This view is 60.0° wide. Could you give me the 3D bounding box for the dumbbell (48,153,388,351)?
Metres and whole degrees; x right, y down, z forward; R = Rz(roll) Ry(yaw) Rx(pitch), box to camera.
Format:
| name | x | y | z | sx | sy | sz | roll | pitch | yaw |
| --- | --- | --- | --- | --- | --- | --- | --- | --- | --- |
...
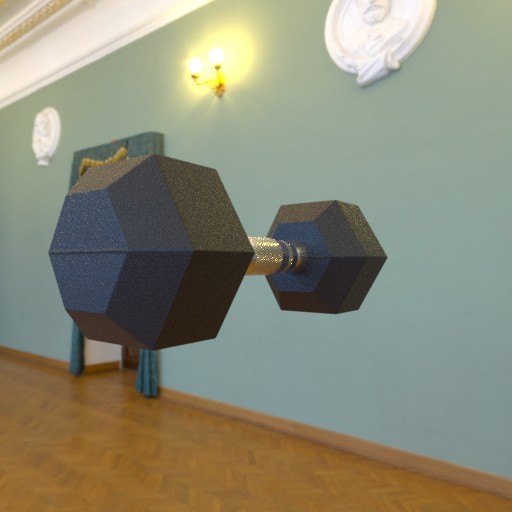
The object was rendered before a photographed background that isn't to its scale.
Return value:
| name | x | y | z | sx | sy | sz | roll | pitch | yaw |
| --- | --- | --- | --- | --- | --- | --- | --- | --- | --- |
| dumbbell | 0.000 | 0.000 | 0.418 | 0.141 | 0.123 | 0.356 | -1 | -1 | 37 |
